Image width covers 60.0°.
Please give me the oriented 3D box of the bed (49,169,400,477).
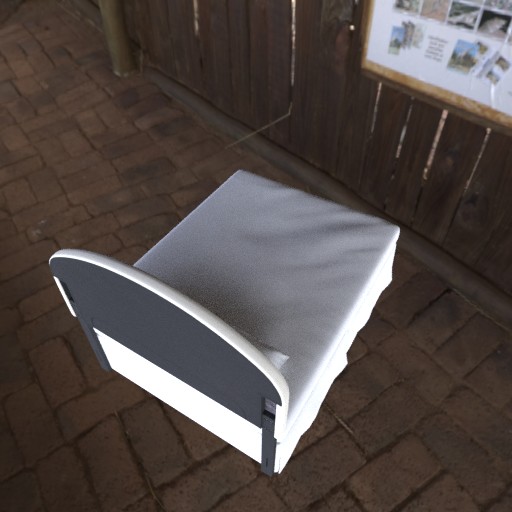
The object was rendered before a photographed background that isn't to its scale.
[{"bbox_3d":[0.000,0.000,3.083,1.607,1.410,2.005,24,50,21],"label":"bed"}]
